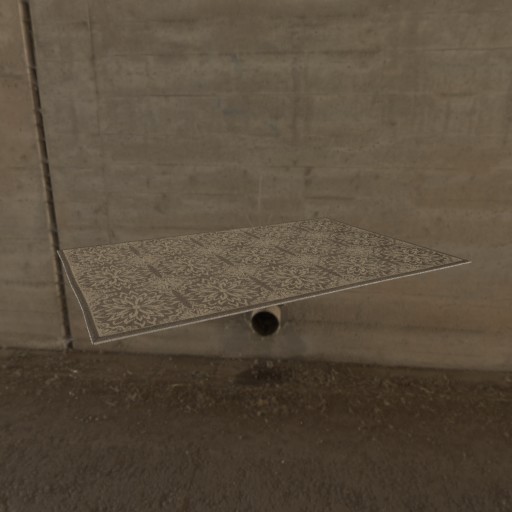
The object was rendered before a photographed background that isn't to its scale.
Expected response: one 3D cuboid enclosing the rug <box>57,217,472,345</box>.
[{"bbox_3d":[0.000,0.000,3.505,2.746,0.018,1.819,-9,19,-27],"label":"rug"}]
